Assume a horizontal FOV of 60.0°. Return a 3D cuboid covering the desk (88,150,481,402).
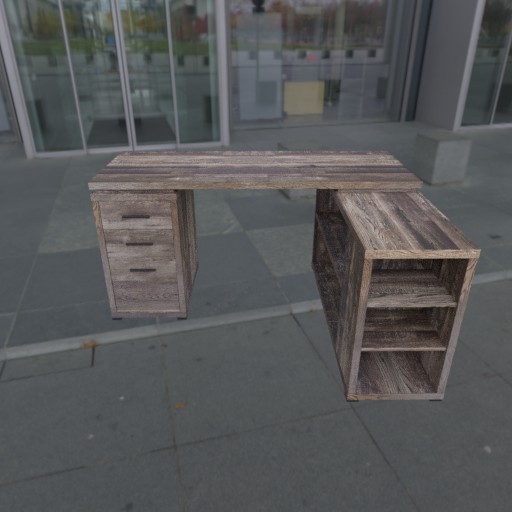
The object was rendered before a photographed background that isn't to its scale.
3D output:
[{"bbox_3d":[0.000,0.000,2.187,1.524,0.753,1.200,0,27,-1],"label":"desk"}]
